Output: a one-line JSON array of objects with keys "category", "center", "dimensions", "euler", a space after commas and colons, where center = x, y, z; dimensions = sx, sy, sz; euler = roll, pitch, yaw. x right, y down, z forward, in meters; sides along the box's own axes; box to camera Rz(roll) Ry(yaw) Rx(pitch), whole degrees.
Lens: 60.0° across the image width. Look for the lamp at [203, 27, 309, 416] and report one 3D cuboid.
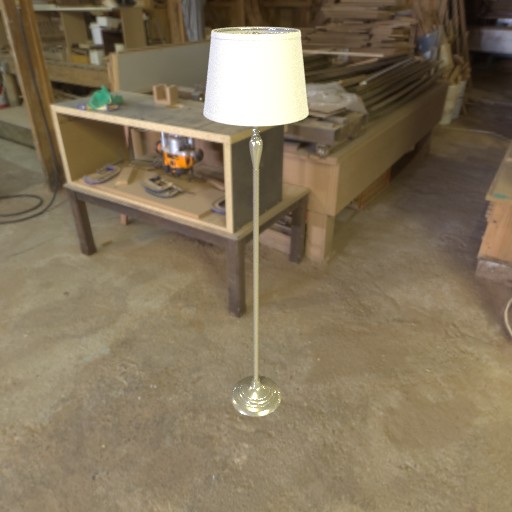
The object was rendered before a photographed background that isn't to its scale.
[{"category": "lamp", "center": [0.000, 0.000, 1.655], "dimensions": [0.327, 1.506, 0.327], "euler": [21, 37, 30]}]
